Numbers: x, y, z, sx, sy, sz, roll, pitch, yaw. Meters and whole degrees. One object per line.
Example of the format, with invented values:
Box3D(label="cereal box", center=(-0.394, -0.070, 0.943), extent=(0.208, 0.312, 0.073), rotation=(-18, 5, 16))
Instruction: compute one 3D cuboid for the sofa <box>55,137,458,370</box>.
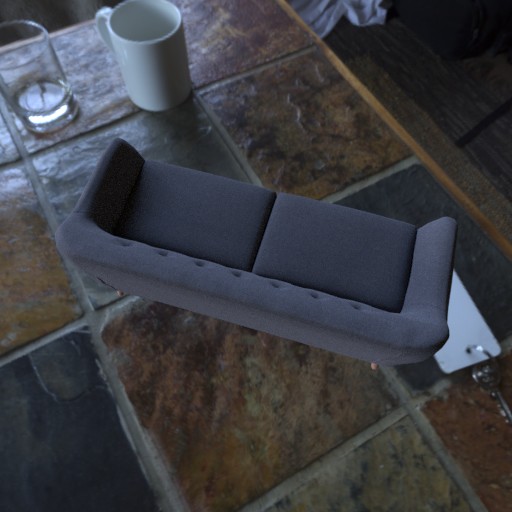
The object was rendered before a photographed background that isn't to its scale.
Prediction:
Box3D(label="sofa", center=(0.000, 0.000, 2.244), extent=(1.840, 0.820, 0.820), rotation=(15, 65, 7))
